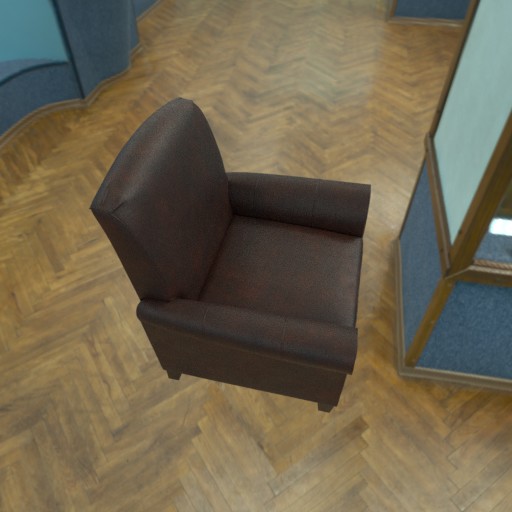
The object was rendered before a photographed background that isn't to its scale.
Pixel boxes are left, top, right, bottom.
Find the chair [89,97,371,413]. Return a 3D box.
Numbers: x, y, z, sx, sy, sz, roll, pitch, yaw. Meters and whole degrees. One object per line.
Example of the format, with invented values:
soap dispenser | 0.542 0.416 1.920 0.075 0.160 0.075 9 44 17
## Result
chair | 0.000 0.000 1.858 0.902 1.061 0.978 10 46 9
